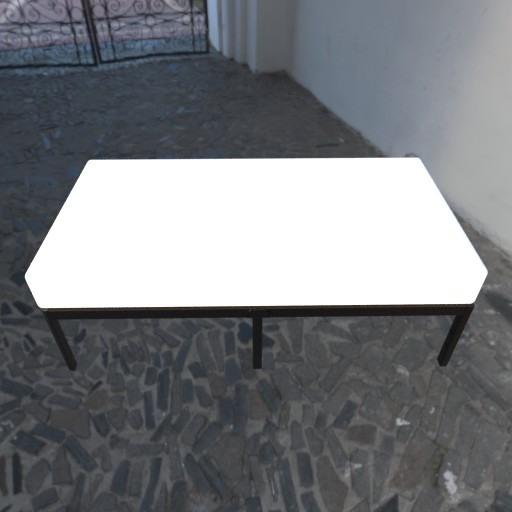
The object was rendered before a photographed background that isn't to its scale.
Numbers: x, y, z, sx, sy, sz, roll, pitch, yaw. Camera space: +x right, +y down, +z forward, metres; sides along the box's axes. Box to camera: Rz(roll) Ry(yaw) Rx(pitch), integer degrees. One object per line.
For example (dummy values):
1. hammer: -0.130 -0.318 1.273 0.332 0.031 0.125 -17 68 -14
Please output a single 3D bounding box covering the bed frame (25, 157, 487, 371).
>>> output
1. bed frame: 0.000 0.000 2.431 1.950 0.659 1.023 -1 41 -1
